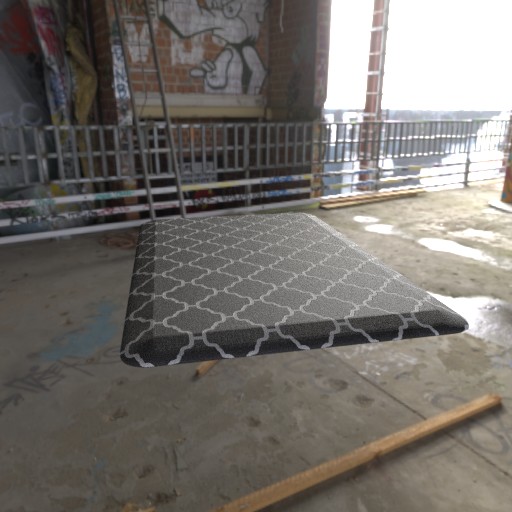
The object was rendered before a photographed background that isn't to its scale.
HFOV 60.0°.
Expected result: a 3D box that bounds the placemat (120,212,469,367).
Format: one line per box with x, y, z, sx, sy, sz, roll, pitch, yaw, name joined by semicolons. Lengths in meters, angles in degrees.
0.000;0.000;0.946;0.508;0.021;0.762;-4;19;-11;placemat
